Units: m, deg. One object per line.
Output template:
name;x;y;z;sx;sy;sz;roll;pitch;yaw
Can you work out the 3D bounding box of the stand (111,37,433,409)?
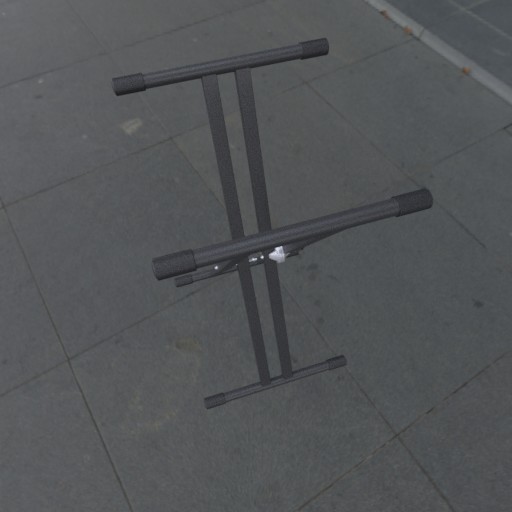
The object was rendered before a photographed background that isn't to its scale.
stand;0.000;0.000;1.220;0.495;0.900;0.503;-15;59;-9
